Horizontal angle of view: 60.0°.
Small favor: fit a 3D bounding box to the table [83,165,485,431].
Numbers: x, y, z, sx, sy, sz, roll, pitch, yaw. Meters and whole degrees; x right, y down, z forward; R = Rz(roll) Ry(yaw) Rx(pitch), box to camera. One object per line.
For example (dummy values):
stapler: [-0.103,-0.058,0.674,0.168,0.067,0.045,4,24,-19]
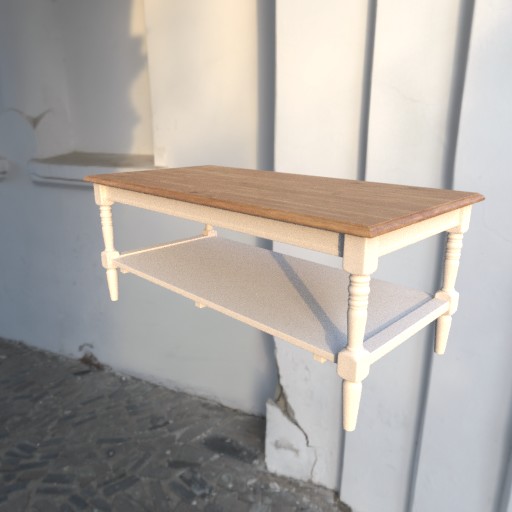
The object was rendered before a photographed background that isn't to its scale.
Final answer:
table: [0.000,0.000,1.397,1.118,0.458,0.559,16,23,42]
